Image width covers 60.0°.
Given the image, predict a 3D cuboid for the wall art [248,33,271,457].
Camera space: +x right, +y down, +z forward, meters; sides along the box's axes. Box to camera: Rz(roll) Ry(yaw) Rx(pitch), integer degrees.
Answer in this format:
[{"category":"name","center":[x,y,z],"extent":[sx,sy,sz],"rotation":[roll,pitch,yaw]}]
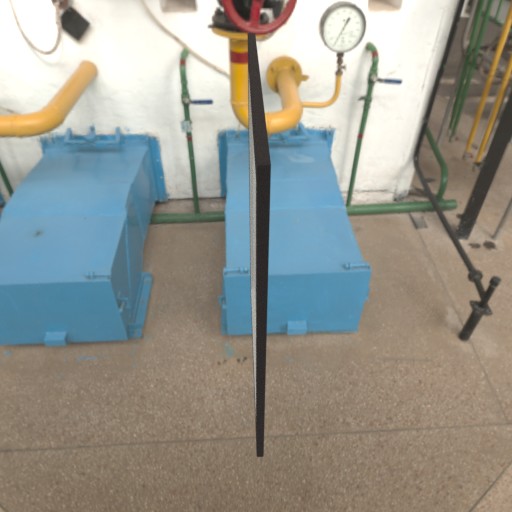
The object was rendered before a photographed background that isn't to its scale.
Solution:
[{"category":"wall art","center":[0.000,0.000,0.674],"extent":[0.012,0.529,0.374],"rotation":[-1,41,-2]}]
